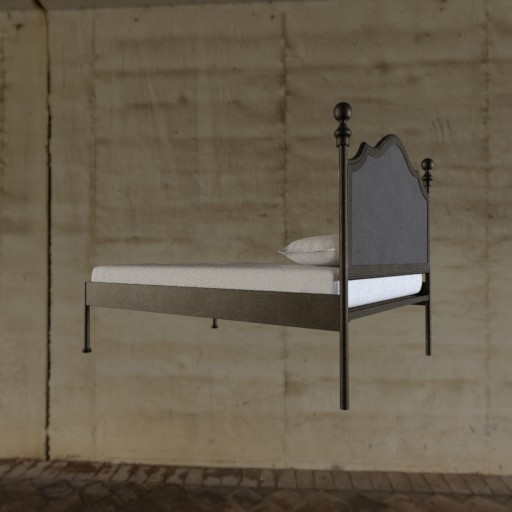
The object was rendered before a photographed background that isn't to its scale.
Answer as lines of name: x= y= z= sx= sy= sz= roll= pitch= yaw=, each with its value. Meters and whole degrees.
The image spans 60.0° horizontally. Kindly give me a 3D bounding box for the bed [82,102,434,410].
bed: x=0.000 y=0.000 z=3.303 sx=2.170 sy=1.462 sz=1.533 roll=0 pitch=0 yaw=36
